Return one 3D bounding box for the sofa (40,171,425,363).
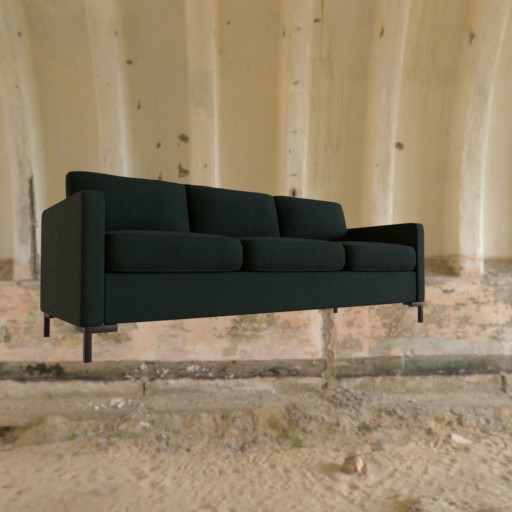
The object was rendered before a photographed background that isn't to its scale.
[{"bbox_3d":[0.000,0.000,2.655,2.218,0.870,0.859,1,-2,-36],"label":"sofa"}]
